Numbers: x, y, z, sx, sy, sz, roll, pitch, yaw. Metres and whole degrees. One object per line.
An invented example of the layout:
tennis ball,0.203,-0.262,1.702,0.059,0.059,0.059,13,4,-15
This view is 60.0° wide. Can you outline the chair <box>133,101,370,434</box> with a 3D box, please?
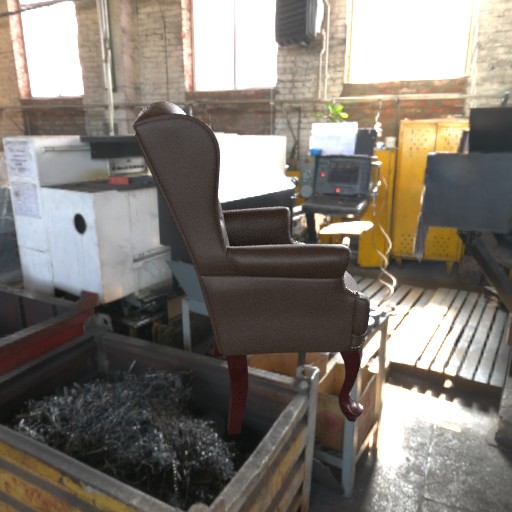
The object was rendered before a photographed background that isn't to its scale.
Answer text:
chair,0.000,0.000,1.728,0.819,1.132,0.829,-3,16,-10
